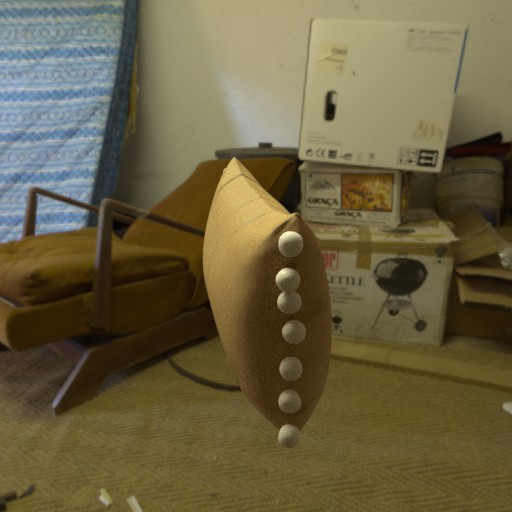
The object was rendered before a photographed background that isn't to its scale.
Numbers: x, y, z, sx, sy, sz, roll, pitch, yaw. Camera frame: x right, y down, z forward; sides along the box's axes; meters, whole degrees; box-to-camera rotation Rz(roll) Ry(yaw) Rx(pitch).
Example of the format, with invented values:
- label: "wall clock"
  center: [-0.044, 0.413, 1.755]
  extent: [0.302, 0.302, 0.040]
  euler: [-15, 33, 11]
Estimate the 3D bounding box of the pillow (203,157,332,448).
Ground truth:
- label: "pillow"
  center: [0.000, 0.000, 0.849]
  extent: [0.201, 0.322, 0.709]
  euler: [-3, 17, -9]
